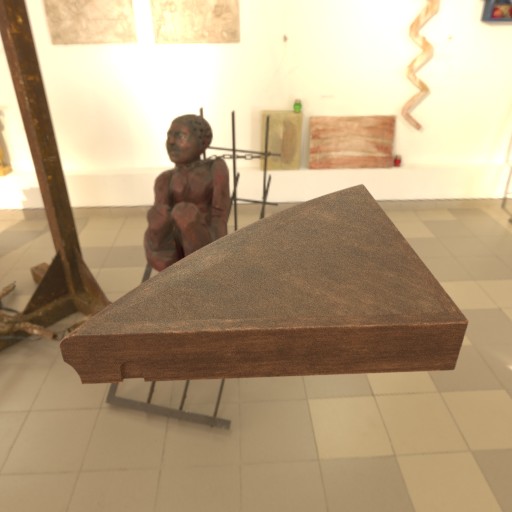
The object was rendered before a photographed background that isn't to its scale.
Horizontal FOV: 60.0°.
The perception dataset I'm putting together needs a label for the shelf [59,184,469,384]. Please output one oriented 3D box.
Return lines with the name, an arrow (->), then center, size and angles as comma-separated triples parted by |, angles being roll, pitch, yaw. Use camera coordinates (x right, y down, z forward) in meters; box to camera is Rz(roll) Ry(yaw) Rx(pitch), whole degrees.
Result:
shelf -> 0.000, 0.000, 0.477 | 0.310, 0.050, 0.310 | -2, 30, -3
